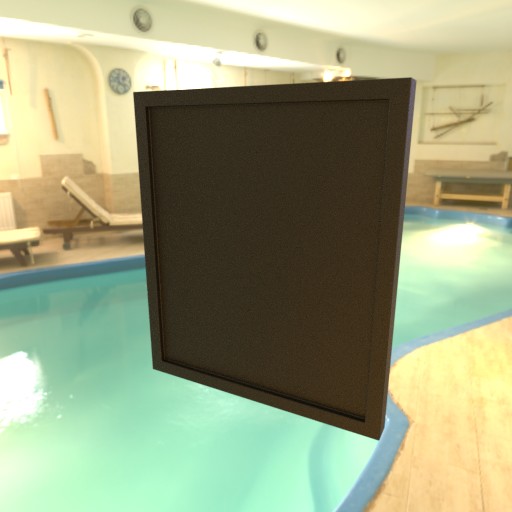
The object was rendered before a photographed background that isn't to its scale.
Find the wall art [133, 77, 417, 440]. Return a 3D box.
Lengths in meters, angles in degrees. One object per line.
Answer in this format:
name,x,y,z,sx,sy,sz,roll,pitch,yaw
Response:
wall art,0.000,0.000,0.531,0.328,0.381,0.028,8,18,27
